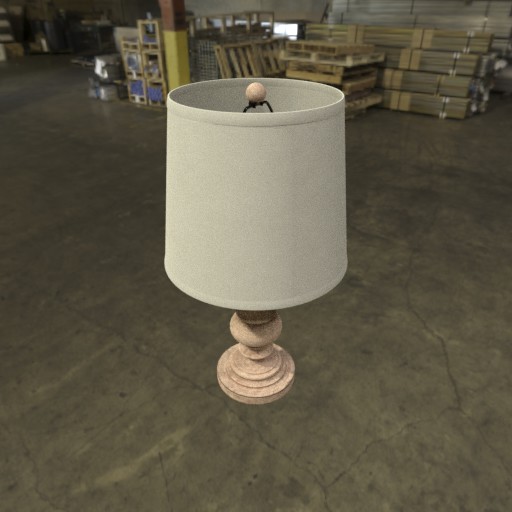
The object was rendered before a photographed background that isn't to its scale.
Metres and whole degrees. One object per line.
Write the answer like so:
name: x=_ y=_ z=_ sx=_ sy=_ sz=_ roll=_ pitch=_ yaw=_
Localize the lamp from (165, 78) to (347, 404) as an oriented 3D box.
lamp: x=0.000 y=0.000 z=0.673 sx=0.273 sy=0.497 sz=0.273 roll=0 pitch=31 yaw=0
